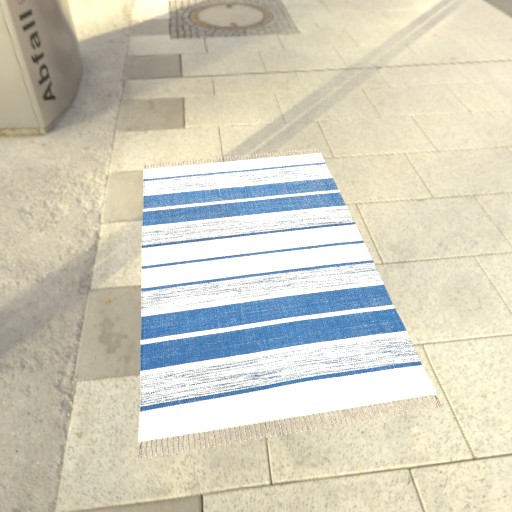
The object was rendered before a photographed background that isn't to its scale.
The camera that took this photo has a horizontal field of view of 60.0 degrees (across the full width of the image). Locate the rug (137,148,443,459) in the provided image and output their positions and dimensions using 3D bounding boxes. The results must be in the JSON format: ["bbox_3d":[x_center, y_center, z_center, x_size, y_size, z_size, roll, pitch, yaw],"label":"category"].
[{"bbox_3d":[0.000,0.000,2.999,1.532,0.010,2.441,-7,46,-7],"label":"rug"}]
